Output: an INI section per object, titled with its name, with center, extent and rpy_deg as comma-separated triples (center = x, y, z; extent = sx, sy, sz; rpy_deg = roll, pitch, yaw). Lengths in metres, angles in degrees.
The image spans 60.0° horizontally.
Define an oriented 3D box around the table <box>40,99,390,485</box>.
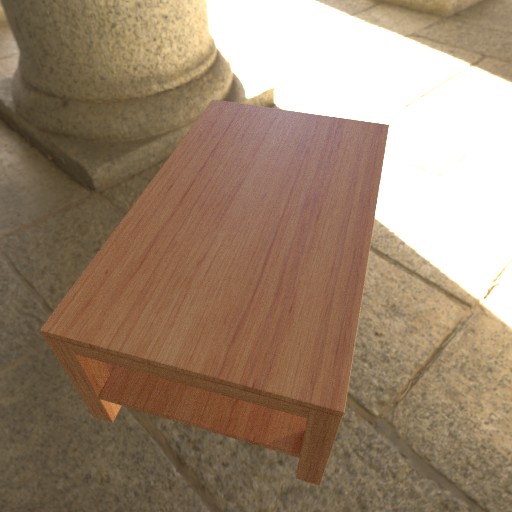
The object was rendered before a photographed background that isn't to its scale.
[table]
center = 0.000, 0.000, 1.487
extent = 0.695, 0.457, 1.146
rpy_deg = 12, 47, 11
